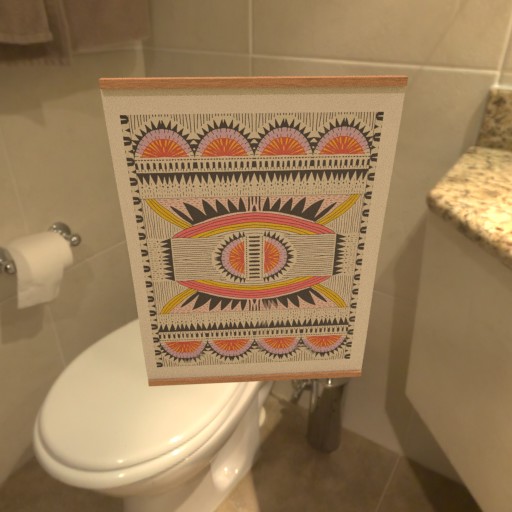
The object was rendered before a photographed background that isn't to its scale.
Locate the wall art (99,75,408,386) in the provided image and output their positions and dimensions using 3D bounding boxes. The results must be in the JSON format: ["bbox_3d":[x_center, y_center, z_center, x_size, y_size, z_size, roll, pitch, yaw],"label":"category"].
[{"bbox_3d":[0.000,0.000,1.348,0.765,1.016,0.028,-2,30,-3],"label":"wall art"}]
